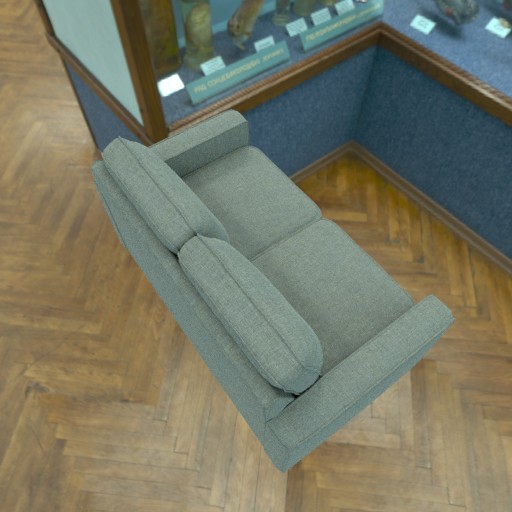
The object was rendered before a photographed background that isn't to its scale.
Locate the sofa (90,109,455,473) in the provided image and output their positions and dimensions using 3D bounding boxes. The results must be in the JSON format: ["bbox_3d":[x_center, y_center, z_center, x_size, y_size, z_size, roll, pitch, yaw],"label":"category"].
[{"bbox_3d":[0.000,0.000,2.231,0.945,0.915,1.706,-32,63,-19],"label":"sofa"}]
